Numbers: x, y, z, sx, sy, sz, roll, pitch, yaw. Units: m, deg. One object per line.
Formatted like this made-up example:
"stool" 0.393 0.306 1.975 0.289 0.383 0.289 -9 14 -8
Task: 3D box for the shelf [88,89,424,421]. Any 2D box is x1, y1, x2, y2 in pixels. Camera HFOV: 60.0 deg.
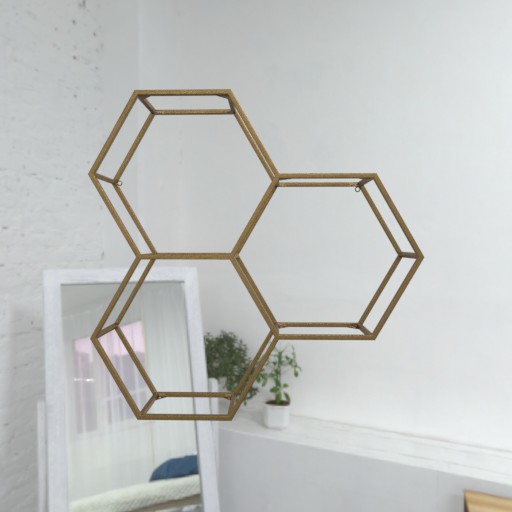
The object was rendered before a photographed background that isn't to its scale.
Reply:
"shelf" 0.000 0.000 1.010 0.708 0.701 0.150 0 2 1
